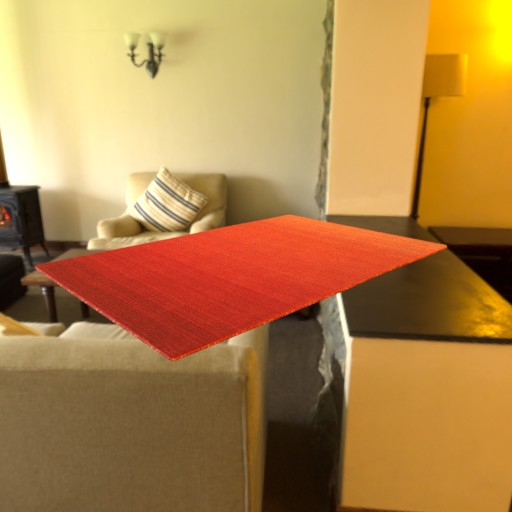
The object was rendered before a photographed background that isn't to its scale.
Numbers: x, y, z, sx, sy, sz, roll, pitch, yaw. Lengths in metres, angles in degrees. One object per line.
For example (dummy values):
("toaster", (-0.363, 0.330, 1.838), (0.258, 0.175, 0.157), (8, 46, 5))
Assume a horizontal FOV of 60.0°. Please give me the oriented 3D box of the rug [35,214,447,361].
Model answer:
("rug", (0.000, 0.000, 2.337), (1.835, 0.018, 1.230), (-15, 22, -41))
